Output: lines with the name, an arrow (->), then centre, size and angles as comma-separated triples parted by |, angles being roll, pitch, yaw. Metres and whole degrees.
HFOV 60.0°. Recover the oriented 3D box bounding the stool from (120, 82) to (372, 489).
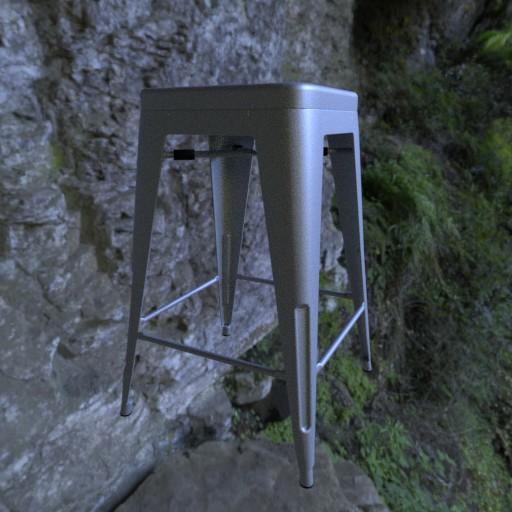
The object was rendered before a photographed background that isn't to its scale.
stool -> 0.000, 0.000, 0.870 | 0.406, 0.610, 0.406 | 9, 19, 26
